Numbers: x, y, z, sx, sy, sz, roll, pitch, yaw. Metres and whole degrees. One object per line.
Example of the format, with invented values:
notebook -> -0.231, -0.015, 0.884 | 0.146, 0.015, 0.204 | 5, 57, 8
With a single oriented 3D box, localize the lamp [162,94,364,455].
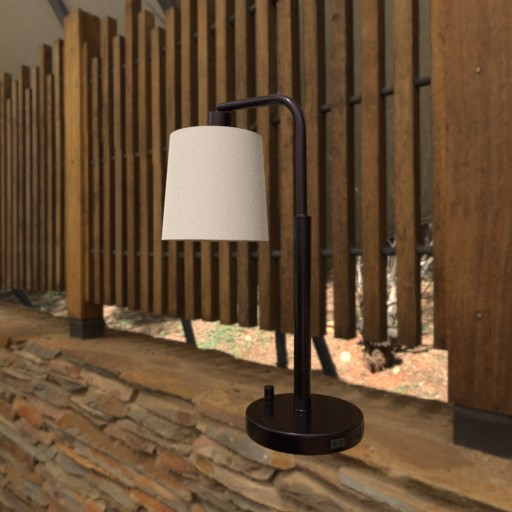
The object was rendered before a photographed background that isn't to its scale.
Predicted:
lamp -> 0.000, 0.000, 0.671 | 0.333, 0.489, 0.171 | 0, 0, 36
